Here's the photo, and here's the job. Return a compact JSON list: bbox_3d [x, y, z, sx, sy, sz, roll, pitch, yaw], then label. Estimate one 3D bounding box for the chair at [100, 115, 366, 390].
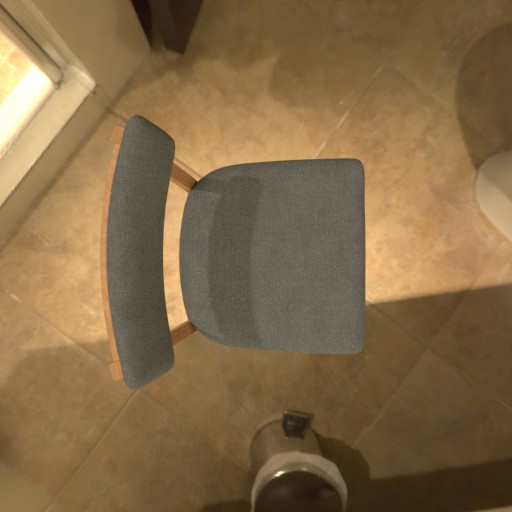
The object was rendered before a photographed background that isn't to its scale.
[{"bbox_3d":[0.000,0.000,1.182,0.572,0.832,0.508,0,89,-1],"label":"chair"}]
